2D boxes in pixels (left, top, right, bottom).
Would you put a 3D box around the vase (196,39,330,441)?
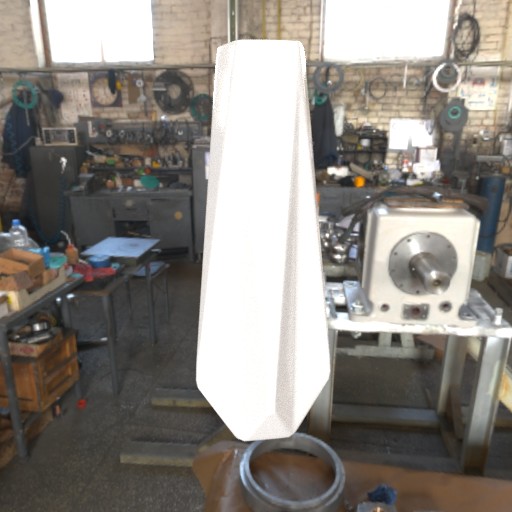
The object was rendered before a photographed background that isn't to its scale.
[{"bbox_3d":[0.000,0.000,0.381,0.116,0.329,0.122,-8,19,-24],"label":"vase"}]
